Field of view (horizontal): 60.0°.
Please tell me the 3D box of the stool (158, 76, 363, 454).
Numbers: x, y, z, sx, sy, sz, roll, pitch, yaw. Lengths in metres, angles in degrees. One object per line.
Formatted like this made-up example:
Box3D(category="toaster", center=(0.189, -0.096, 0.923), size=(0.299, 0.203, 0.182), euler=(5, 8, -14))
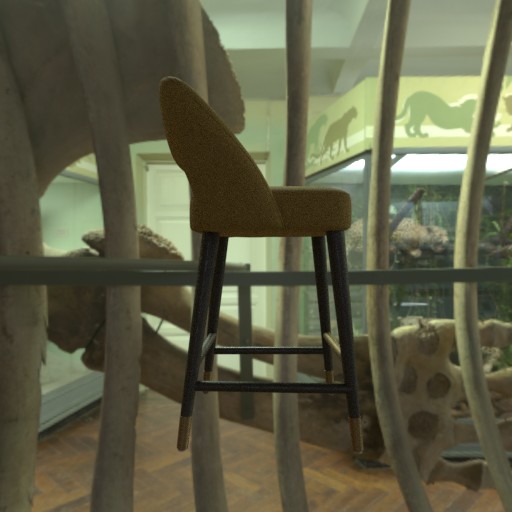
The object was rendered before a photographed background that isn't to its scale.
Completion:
Box3D(category="stool", center=(0.000, 0.000, 1.281), size=(0.522, 0.939, 0.536), euler=(0, 0, 1))
